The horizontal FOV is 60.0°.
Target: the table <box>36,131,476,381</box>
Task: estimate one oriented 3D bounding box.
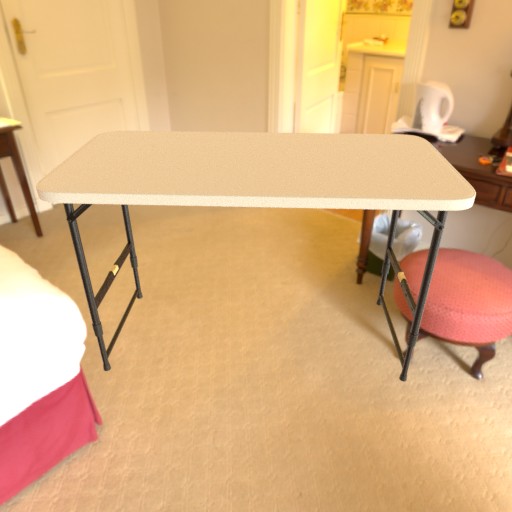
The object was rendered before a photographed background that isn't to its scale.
[{"bbox_3d":[0.000,0.000,1.617,1.219,0.737,0.610,1,31,2],"label":"table"}]
